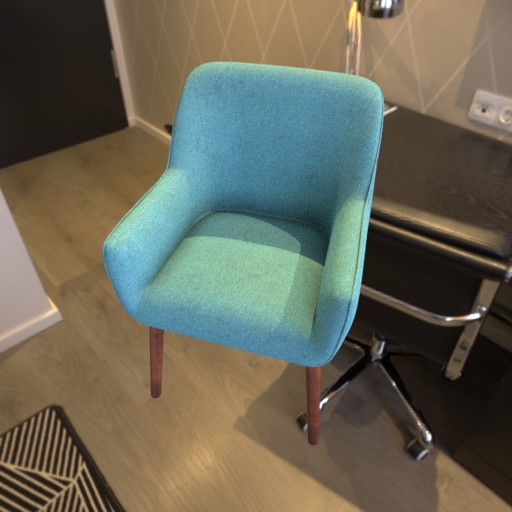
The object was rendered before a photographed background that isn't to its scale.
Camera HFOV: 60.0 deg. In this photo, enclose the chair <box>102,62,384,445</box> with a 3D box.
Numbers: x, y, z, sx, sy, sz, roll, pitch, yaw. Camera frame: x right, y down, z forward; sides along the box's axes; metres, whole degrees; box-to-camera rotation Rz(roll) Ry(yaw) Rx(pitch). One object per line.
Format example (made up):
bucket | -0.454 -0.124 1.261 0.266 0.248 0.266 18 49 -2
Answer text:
chair | 0.000 0.000 1.148 0.543 0.803 0.519 12 42 13
